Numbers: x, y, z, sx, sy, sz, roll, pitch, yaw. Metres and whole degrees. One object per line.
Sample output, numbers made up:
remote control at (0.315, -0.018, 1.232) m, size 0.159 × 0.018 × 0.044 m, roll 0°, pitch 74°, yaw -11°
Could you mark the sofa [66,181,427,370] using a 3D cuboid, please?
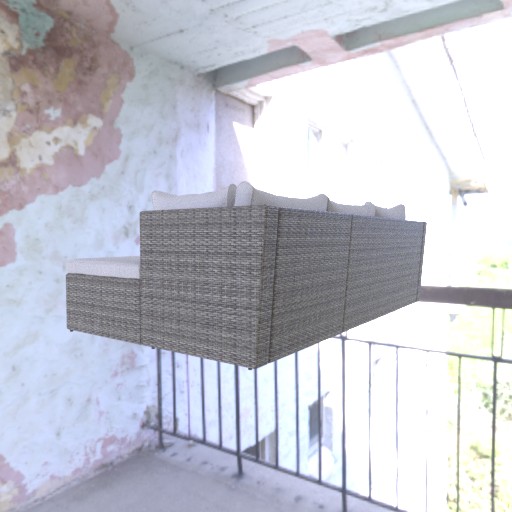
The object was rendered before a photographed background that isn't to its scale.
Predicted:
sofa at (0.000, 0.000, 2.990) m, size 1.662 × 0.766 × 2.192 m, roll 2°, pitch 3°, yaw 36°
